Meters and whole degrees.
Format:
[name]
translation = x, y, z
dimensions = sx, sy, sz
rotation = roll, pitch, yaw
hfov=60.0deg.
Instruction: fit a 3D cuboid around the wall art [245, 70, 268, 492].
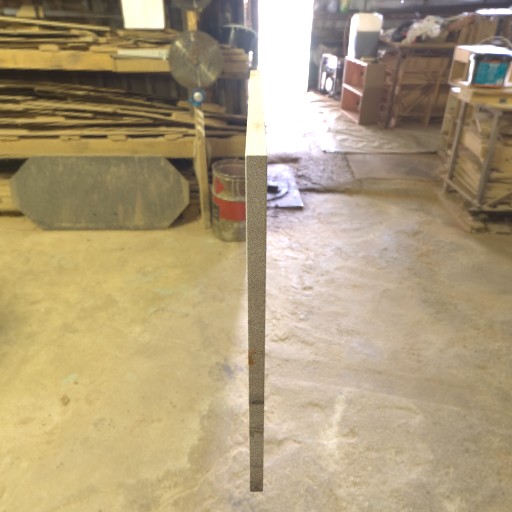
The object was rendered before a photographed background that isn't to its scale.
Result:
[wall art]
translation = 0.000, 0.000, 1.484
dimensions = 0.040, 1.018, 1.015
rotation = 0, 31, 0
